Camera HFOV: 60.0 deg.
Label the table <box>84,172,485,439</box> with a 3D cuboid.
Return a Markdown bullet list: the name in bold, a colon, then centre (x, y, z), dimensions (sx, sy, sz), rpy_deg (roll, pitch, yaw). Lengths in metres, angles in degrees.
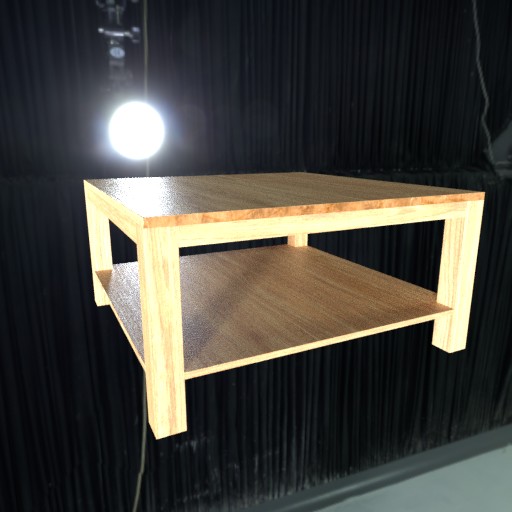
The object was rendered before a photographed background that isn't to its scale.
- **table**: centre (0.000, 0.000, 1.418), dimensions (0.900, 0.450, 0.900), rpy_deg (-7, 16, -26)
